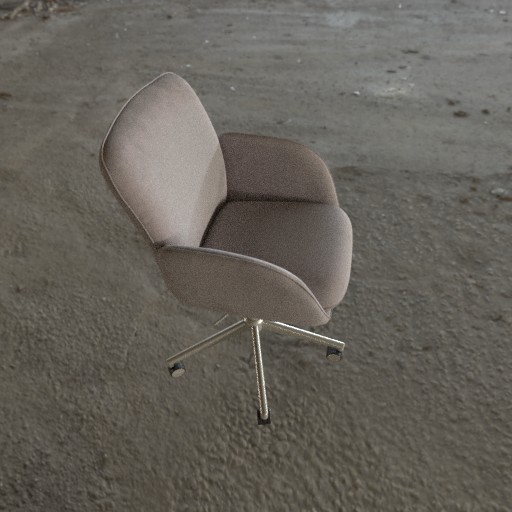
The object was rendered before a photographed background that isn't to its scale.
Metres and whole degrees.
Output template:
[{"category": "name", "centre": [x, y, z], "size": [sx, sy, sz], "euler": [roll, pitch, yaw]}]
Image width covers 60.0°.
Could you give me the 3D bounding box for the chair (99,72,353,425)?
[{"category": "chair", "centre": [0.000, 0.000, 1.373], "size": [0.654, 0.959, 0.648], "euler": [8, 46, 8]}]
